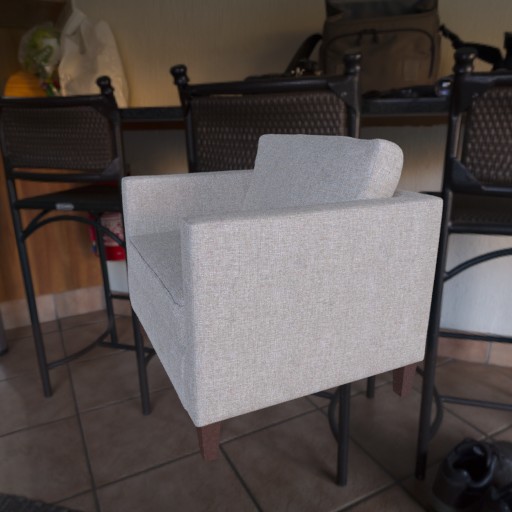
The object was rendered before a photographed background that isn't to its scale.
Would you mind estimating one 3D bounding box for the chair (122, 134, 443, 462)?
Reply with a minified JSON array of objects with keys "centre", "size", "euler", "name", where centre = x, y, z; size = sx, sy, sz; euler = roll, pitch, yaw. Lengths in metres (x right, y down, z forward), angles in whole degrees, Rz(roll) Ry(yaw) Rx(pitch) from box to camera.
[{"centre":[0.000,0.000,1.879],"size":[0.959,0.987,1.107],"euler":[-8,19,-24],"name":"chair"}]
